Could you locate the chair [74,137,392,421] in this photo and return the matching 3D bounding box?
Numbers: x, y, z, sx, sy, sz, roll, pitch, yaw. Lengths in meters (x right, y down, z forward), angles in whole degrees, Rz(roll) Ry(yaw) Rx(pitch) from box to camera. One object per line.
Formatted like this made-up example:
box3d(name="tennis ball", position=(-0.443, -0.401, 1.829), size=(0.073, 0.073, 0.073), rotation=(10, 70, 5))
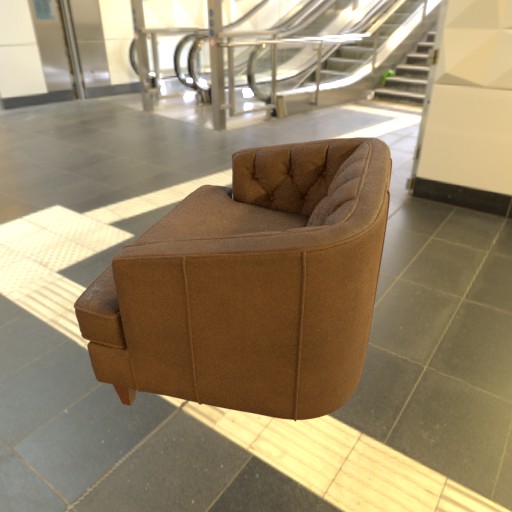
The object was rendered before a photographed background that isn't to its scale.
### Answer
box3d(name="chair", position=(0.000, 0.000, 1.711), size=(0.914, 0.787, 1.118), rotation=(8, 30, 14))
